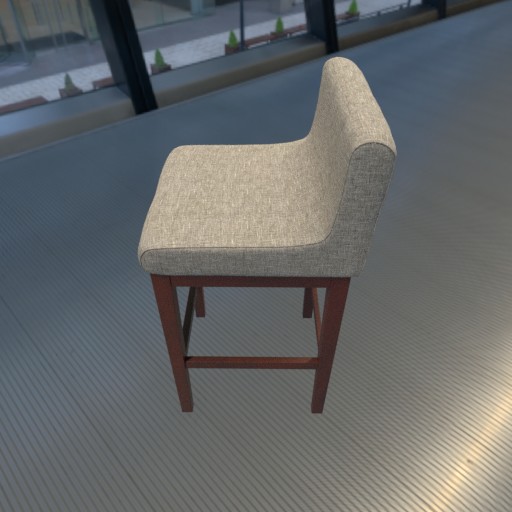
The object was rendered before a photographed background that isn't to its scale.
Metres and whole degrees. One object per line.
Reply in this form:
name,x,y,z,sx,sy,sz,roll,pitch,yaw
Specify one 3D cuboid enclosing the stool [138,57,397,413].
stool,0.000,0.000,1.101,0.459,0.835,0.417,0,41,0
